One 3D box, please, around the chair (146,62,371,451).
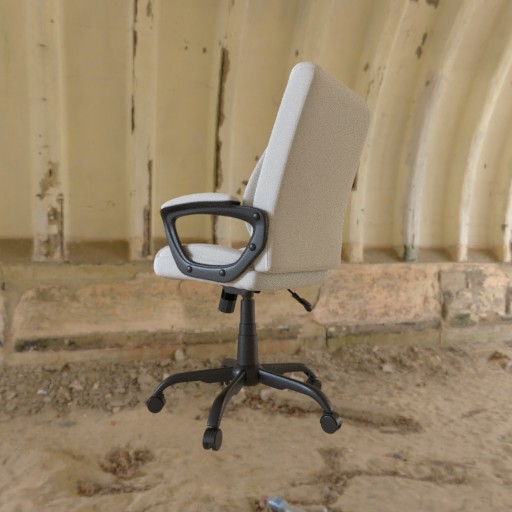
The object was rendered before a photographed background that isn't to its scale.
[{"bbox_3d":[0.000,0.000,1.500,0.669,1.065,0.663,0,0,35],"label":"chair"}]
